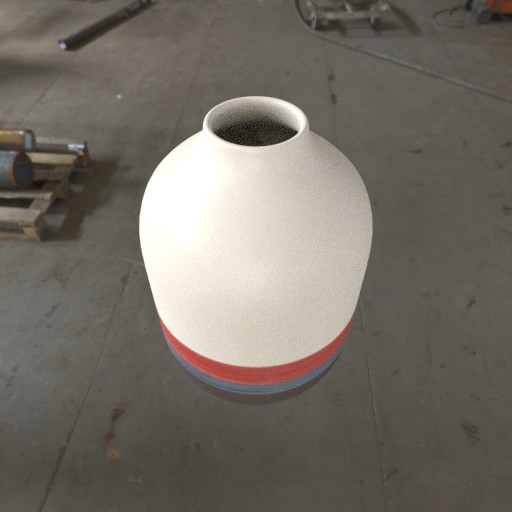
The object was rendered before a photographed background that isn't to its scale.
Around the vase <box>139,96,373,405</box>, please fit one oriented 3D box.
[{"bbox_3d":[0.000,0.000,0.353,0.169,0.237,0.169,0,46,0],"label":"vase"}]
